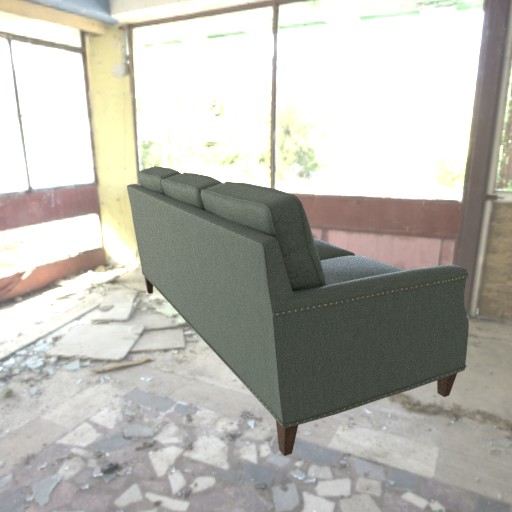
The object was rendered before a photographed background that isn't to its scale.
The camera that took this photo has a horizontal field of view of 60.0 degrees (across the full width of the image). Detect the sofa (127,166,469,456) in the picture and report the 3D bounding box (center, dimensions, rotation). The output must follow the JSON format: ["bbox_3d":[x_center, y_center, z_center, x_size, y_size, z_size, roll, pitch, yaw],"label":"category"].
[{"bbox_3d":[0.000,0.000,2.697,1.084,1.003,2.246,-8,17,-26],"label":"sofa"}]
